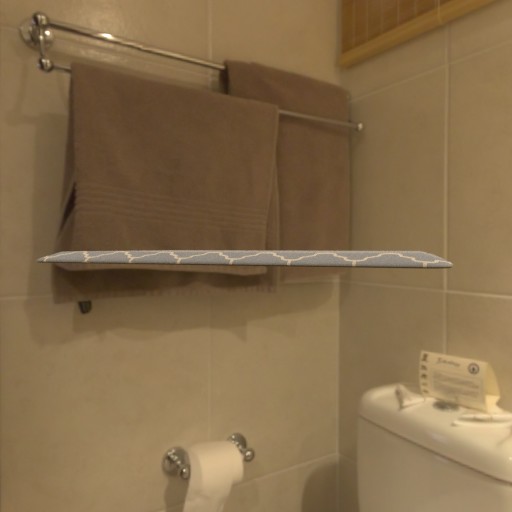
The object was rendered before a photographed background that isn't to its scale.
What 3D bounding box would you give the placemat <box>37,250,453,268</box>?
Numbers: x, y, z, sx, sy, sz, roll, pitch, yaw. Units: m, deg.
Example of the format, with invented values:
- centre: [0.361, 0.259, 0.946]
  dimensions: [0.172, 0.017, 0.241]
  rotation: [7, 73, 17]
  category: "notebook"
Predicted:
- centre: [0.000, 0.000, 0.970]
  dimensions: [0.762, 0.021, 0.508]
  rotation: [0, 1, 20]
  category: "placemat"
